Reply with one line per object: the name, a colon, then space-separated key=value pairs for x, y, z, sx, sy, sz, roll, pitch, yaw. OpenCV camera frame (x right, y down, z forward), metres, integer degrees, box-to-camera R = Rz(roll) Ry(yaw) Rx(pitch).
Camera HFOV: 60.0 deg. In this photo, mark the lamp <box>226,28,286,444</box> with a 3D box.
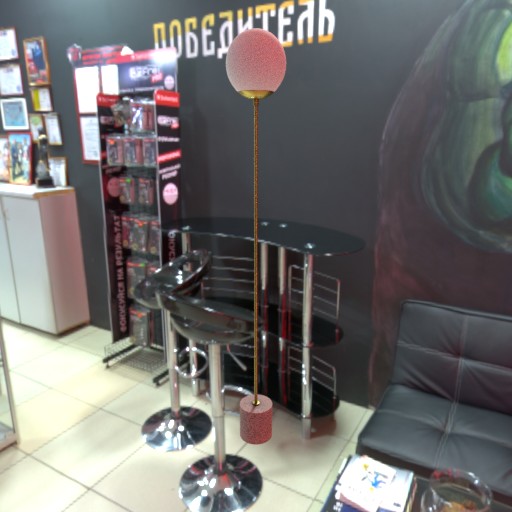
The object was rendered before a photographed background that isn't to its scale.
lamp: x=0.000 y=0.000 z=1.875 sx=0.229 sy=1.748 sz=0.229 roll=-8 pitch=17 yaw=-26
